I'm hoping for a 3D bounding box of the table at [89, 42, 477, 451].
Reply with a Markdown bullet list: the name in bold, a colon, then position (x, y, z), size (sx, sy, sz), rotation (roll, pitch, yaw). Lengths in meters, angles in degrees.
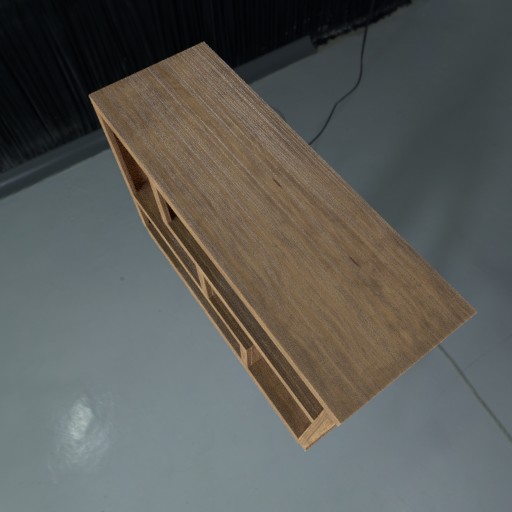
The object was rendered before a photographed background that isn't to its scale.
- **table**: position (0.000, 0.000, 1.509), size (0.410, 0.771, 1.151), rotation (-33, 67, -16)
